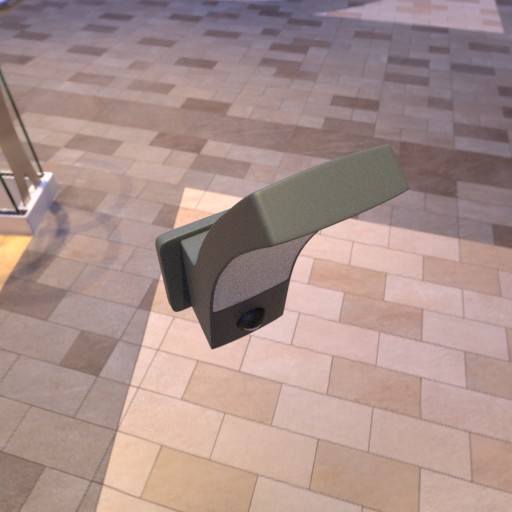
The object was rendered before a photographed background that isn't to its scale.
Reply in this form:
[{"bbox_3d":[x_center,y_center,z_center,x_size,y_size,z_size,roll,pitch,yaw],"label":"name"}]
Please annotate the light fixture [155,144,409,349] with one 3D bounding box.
[{"bbox_3d":[0.000,0.000,0.334,0.108,0.243,0.174,-23,50,-20],"label":"light fixture"}]
